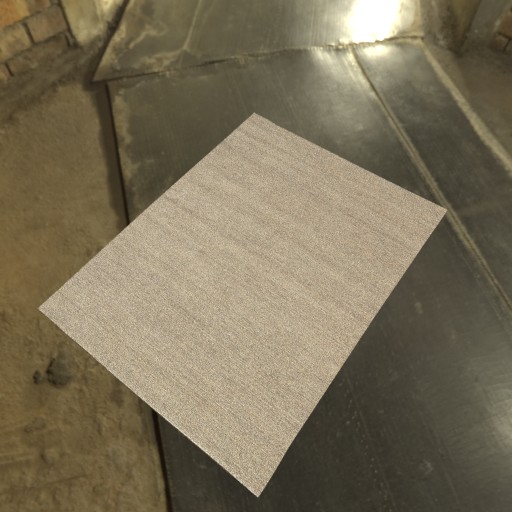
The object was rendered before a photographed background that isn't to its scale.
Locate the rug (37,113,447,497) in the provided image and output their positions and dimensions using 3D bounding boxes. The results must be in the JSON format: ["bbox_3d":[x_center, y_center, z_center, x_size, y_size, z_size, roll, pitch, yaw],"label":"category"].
[{"bbox_3d":[0.000,0.000,4.736,2.757,0.051,3.626,33,64,18],"label":"rug"}]
